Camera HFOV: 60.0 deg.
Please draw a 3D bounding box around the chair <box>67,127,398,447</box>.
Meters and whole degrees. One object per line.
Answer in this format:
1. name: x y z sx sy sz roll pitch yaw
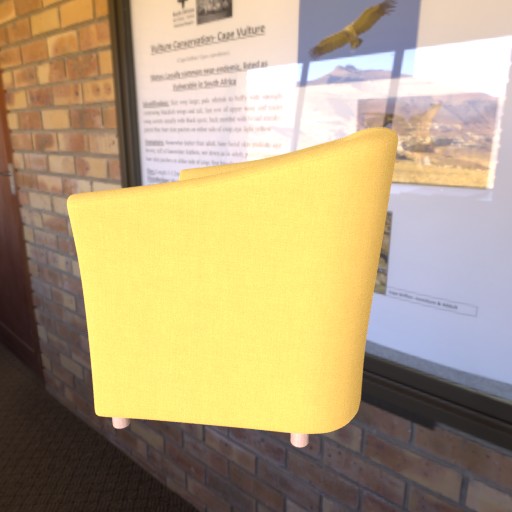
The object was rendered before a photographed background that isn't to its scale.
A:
1. chair: 0.000 0.000 1.298 0.700 0.720 0.790 2 15 9
